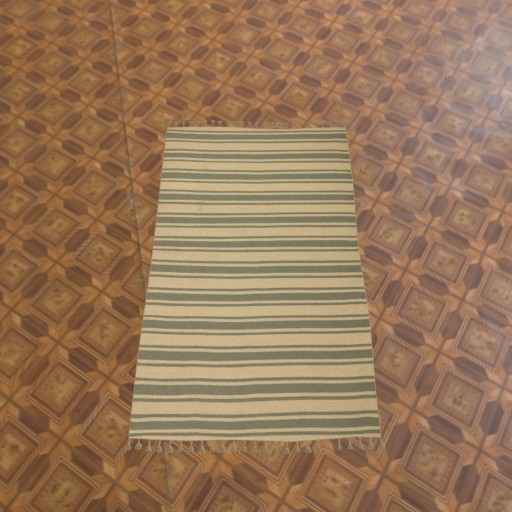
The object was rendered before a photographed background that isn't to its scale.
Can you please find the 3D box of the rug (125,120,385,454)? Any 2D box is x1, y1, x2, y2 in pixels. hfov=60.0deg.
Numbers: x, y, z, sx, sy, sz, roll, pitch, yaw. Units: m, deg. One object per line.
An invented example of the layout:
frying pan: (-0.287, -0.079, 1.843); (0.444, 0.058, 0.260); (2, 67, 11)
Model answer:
rug: (0.000, 0.000, 2.551); (1.222, 0.009, 2.084); (0, 63, 0)
